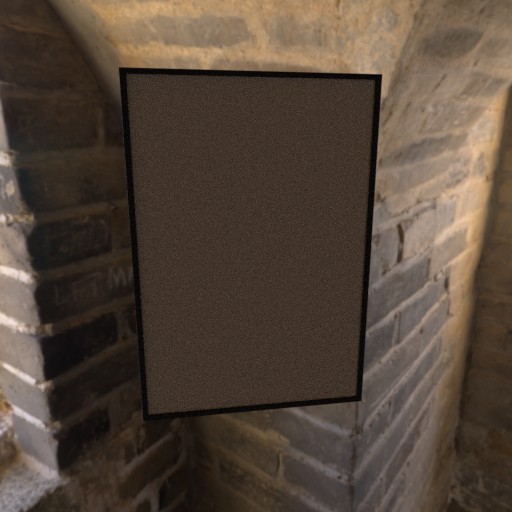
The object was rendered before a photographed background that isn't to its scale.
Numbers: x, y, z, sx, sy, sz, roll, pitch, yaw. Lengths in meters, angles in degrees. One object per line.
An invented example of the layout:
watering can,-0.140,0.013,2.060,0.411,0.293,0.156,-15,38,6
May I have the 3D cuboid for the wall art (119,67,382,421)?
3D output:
wall art,0.000,0.000,0.849,0.460,0.660,0.013,-2,14,-9
